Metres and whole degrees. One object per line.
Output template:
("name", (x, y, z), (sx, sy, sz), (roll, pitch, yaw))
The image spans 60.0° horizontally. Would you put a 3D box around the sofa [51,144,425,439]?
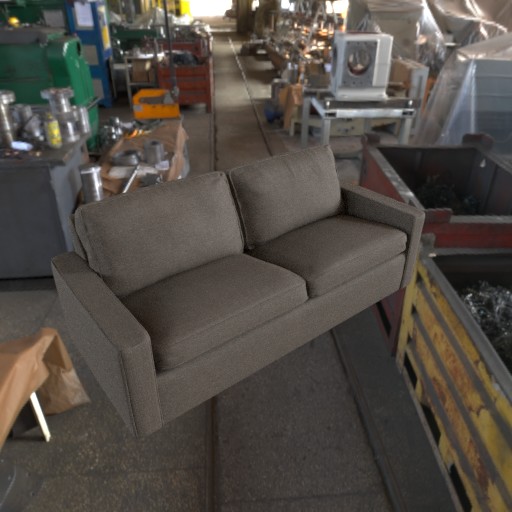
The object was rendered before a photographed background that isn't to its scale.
("sofa", (0.000, 0.000, 2.625), (2.080, 0.919, 0.940), (-22, 37, -32))
